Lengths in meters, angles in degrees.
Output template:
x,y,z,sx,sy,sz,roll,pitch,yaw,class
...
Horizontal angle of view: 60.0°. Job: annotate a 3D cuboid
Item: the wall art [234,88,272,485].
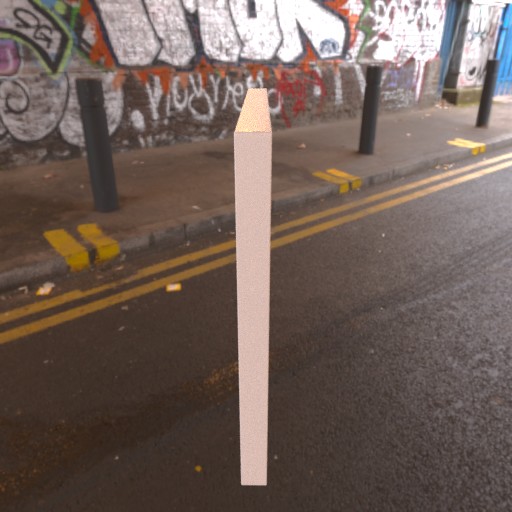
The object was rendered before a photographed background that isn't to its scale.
x,y,z,sx,sy,sz,roll,pitch,yaw,class
0.000,0.000,0.772,0.038,0.508,0.508,0,25,1,wall art
